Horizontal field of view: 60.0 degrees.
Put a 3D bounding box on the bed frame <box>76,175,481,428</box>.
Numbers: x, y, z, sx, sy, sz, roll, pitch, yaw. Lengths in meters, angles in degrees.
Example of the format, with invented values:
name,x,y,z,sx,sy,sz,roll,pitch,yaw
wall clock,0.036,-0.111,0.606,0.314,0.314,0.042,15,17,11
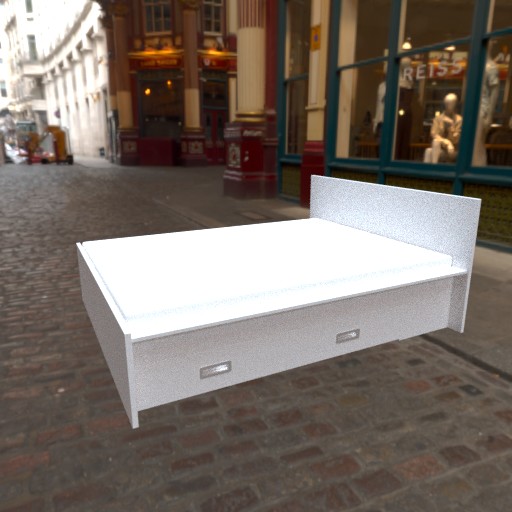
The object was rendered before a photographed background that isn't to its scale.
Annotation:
name,x,y,z,sx,sy,sz,roll,pitch,yaw
bed frame,0.000,0.000,2.810,1.960,0.800,1.622,-8,17,-26
